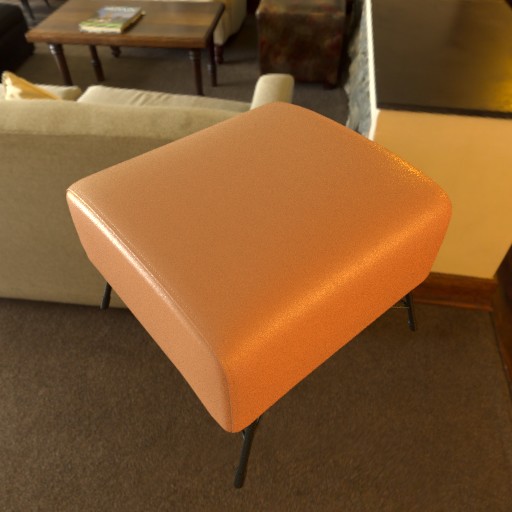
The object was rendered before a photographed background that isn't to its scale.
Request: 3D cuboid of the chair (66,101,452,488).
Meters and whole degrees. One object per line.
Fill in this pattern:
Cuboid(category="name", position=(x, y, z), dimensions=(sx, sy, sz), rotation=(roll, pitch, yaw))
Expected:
Cuboid(category="chair", position=(0.000, 0.000, 0.888), dimensions=(0.530, 0.410, 0.530), rotation=(-31, 53, -27))
